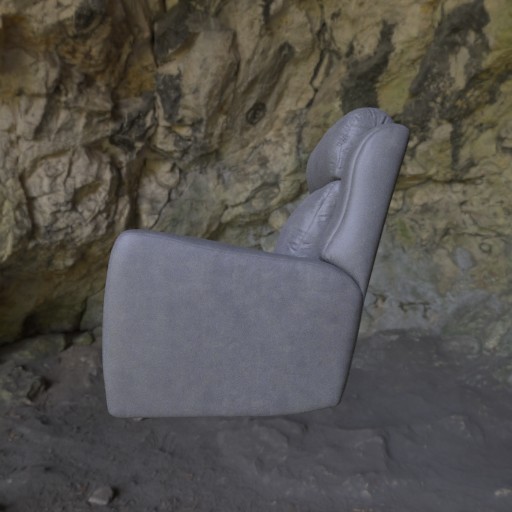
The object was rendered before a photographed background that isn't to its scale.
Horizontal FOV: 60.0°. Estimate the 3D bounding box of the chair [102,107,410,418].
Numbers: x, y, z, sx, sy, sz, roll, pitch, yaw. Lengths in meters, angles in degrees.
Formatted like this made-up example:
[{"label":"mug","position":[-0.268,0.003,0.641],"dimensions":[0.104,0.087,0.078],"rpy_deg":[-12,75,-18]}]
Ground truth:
[{"label":"chair","position":[0.000,0.000,1.942],"dimensions":[1.068,1.116,0.967],"rpy_deg":[0,1,0]}]
